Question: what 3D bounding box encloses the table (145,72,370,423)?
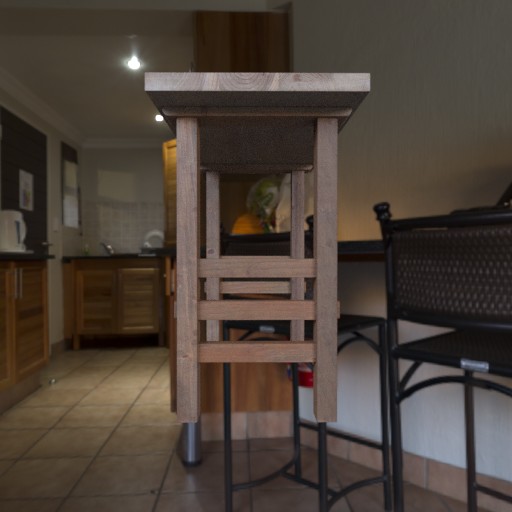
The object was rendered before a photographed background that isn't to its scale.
[{"bbox_3d":[0.000,0.000,1.654,0.556,0.914,1.119,0,1,0],"label":"table"}]
